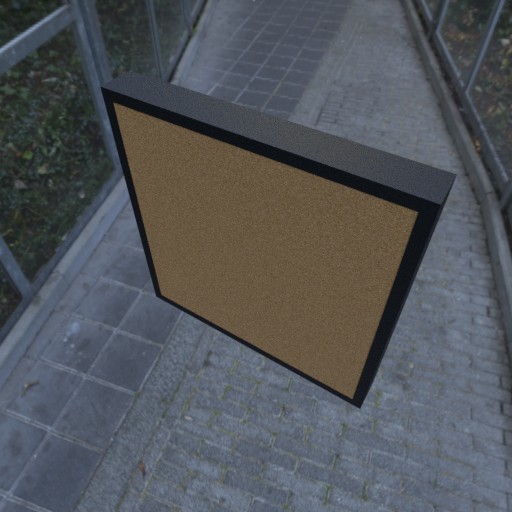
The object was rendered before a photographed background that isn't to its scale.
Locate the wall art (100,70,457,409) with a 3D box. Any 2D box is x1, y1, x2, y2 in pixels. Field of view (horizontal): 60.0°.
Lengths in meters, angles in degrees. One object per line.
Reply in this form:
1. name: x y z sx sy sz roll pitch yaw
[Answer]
1. wall art: 0.000 0.000 0.462 0.305 0.304 0.038 25 52 21
